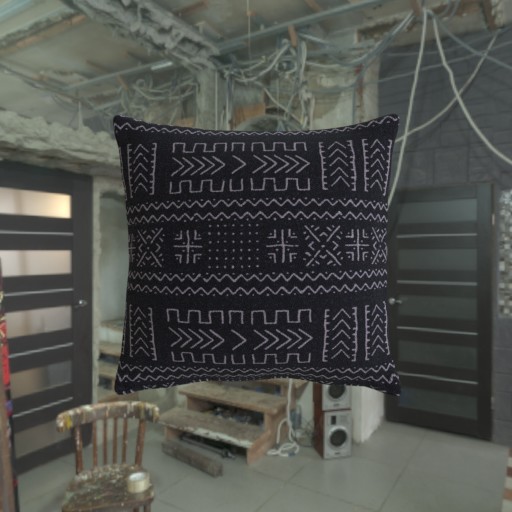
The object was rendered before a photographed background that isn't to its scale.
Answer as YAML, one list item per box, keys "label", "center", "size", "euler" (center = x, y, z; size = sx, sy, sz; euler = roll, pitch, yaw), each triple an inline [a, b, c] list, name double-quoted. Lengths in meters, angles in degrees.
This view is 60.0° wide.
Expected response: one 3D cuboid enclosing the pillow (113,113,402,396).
- label: "pillow"
  center: [0.000, 0.000, 0.671]
  size: [0.438, 0.430, 0.164]
  euler: [0, 1, 3]
